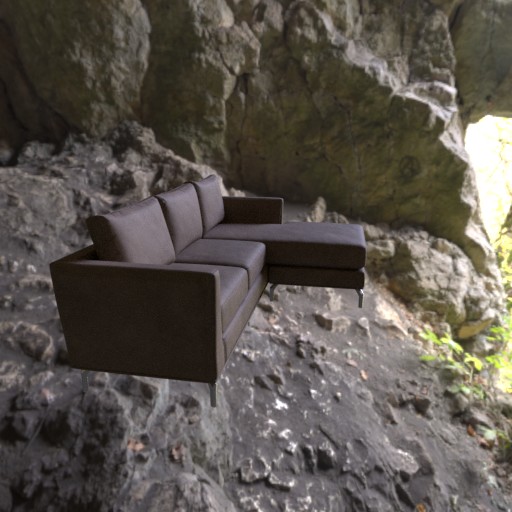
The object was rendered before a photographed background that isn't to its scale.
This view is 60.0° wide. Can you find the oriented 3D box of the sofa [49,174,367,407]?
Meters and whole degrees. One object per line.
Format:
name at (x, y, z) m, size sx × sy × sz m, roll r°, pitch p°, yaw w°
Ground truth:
sofa at (0.000, 0.000, 3.246) m, size 1.622 × 0.987 × 2.438 m, roll 3°, pitch 16°, yaw 11°
